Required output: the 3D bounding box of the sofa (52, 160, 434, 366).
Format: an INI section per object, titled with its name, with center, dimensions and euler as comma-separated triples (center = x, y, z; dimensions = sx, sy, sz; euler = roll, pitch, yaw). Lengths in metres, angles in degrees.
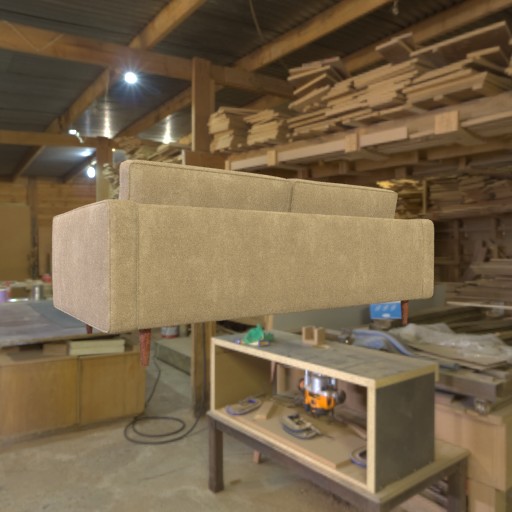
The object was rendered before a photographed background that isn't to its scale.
[sofa]
center = 0.000, 0.000, 2.349
dimensions = 1.883, 0.769, 0.920
euler = -1, 1, -35
